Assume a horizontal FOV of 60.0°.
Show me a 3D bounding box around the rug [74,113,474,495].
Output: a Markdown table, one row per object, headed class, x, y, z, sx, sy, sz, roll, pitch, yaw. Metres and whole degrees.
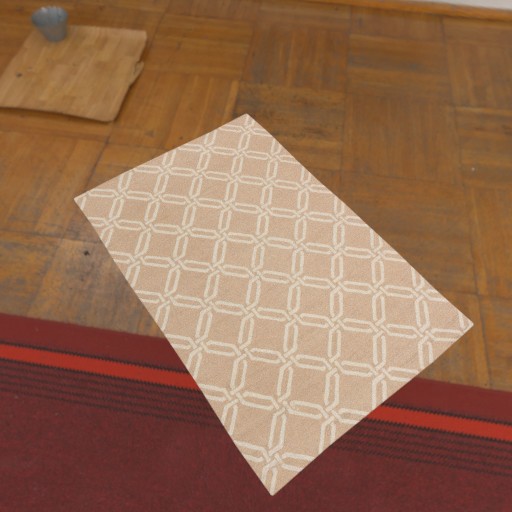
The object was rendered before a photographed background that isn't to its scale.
| class | x | y | z | sx | sy | sz | roll | pitch | yaw |
| --- | --- | --- | --- | --- | --- | --- | --- | --- | --- |
| rug | 0.000 | 0.000 | 2.162 | 1.146 | 0.010 | 1.745 | -32 | 63 | -19 |
